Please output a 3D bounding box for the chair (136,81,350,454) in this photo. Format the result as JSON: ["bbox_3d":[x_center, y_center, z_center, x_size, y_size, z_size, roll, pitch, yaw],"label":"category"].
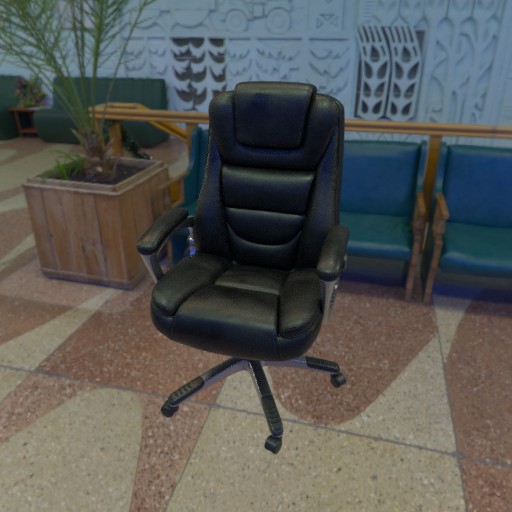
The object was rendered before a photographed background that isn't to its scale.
[{"bbox_3d":[0.000,0.000,1.523,0.697,1.075,0.689,8,27,15],"label":"chair"}]
